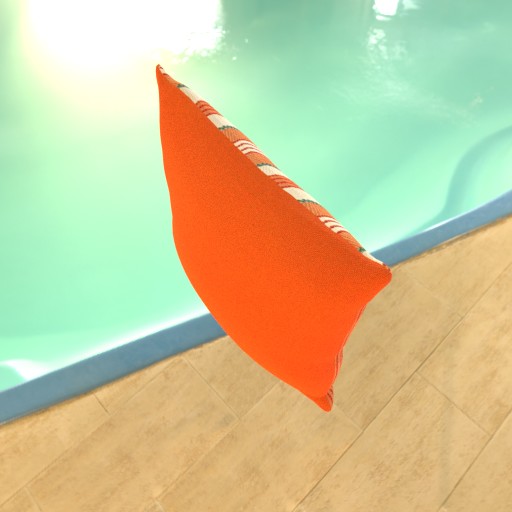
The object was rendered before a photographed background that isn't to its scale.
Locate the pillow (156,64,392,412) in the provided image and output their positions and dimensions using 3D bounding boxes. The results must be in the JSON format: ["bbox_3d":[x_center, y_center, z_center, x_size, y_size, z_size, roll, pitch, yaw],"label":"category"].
[{"bbox_3d":[0.000,0.000,0.683,0.182,0.441,0.440,-33,62,-20],"label":"pillow"}]
